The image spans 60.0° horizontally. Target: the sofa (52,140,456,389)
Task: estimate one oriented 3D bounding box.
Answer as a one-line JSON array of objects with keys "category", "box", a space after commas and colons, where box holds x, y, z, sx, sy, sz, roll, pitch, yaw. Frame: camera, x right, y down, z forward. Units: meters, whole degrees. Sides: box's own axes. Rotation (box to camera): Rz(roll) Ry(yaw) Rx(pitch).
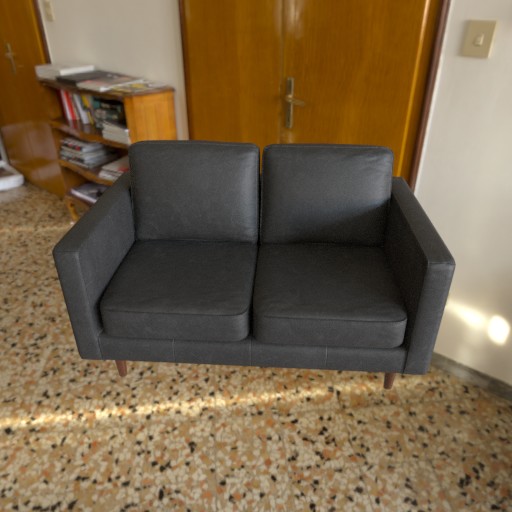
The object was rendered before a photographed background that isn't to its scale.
[{"category": "sofa", "box": [0.000, 0.000, 2.011, 1.430, 0.899, 0.879, 2, 30, 3]}]
